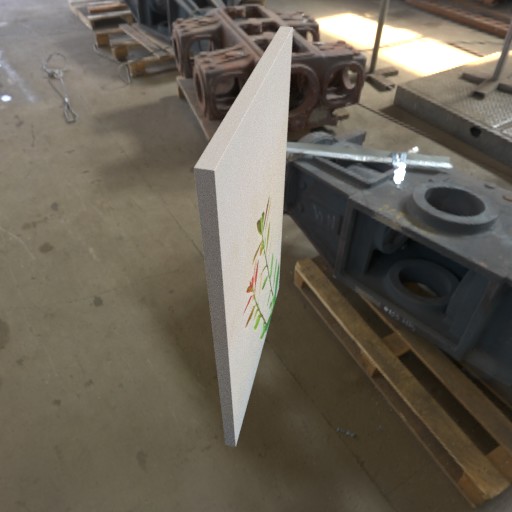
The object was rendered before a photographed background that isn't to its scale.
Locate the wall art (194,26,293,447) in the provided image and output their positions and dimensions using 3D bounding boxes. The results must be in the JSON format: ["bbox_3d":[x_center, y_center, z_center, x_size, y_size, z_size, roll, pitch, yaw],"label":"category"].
[{"bbox_3d":[0.000,0.000,1.426,0.038,1.143,0.764,10,45,10],"label":"wall art"}]
